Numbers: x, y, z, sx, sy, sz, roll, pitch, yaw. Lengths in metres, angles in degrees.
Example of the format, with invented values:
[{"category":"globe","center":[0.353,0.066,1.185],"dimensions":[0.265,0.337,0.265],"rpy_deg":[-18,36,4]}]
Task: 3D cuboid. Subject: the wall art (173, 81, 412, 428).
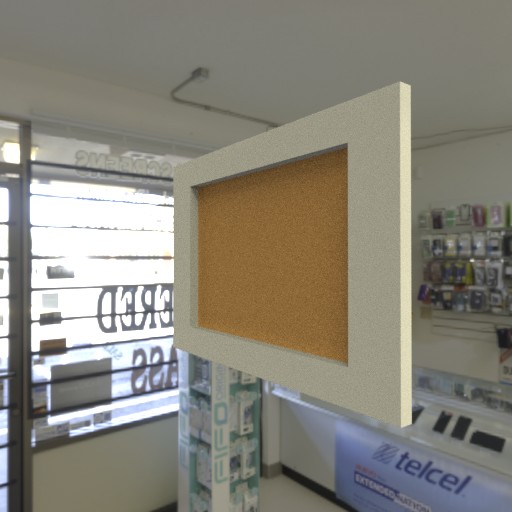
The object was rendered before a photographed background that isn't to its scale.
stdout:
[{"category":"wall art","center":[0.000,0.000,1.161],"dimensions":[0.033,0.617,0.906],"rpy_deg":[0,-1,-37]}]
